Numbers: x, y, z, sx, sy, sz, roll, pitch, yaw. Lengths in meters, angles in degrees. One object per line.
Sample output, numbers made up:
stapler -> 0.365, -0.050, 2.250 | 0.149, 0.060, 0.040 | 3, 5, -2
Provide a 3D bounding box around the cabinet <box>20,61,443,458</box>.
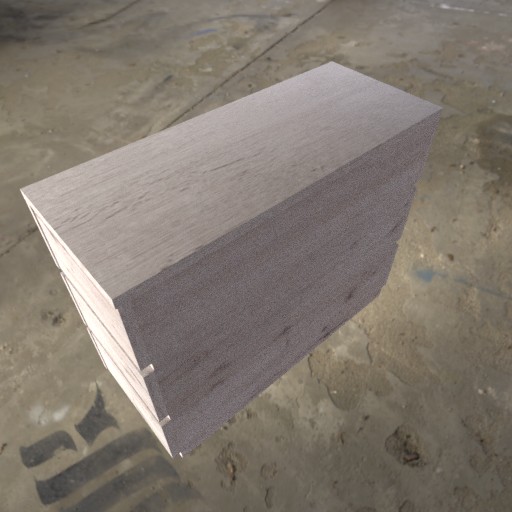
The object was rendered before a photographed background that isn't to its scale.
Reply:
cabinet -> 0.000, 0.000, 1.417 | 1.040, 0.820, 0.420 | -32, 54, -27
